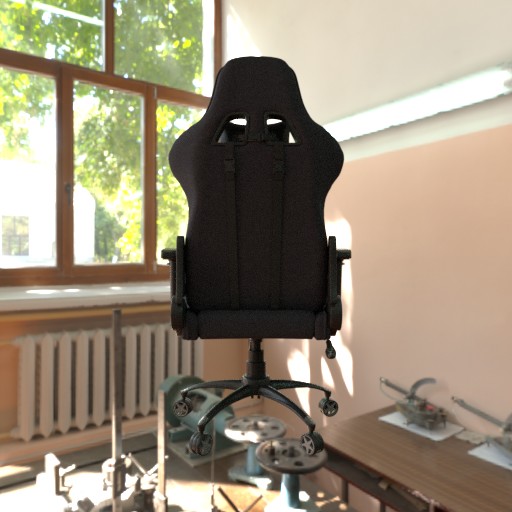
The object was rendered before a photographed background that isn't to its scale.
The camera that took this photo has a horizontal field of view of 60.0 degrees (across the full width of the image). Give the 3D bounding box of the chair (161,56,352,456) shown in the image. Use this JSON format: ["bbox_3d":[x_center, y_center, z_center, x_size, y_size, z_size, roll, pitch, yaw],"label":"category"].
[{"bbox_3d":[0.000,0.000,1.742,0.730,1.300,0.695,0,0,0],"label":"chair"}]
